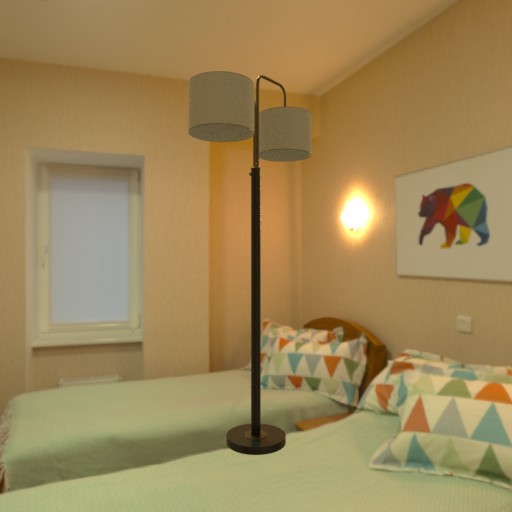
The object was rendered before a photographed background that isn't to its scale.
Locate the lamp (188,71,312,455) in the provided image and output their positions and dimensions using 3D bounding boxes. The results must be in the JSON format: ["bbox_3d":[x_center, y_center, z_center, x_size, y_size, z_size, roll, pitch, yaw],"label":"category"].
[{"bbox_3d":[0.000,0.000,1.896,0.254,1.587,0.711,0,0,36],"label":"lamp"}]
